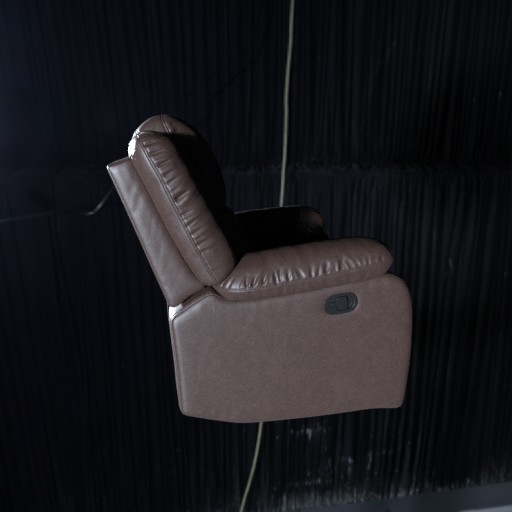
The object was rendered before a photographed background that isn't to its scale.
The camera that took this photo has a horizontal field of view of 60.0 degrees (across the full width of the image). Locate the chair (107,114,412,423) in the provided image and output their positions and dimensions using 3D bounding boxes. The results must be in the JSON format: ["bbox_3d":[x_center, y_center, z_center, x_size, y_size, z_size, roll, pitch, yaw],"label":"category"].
[{"bbox_3d":[0.000,0.000,1.690,0.934,1.009,0.899,-3,15,-10],"label":"chair"}]
